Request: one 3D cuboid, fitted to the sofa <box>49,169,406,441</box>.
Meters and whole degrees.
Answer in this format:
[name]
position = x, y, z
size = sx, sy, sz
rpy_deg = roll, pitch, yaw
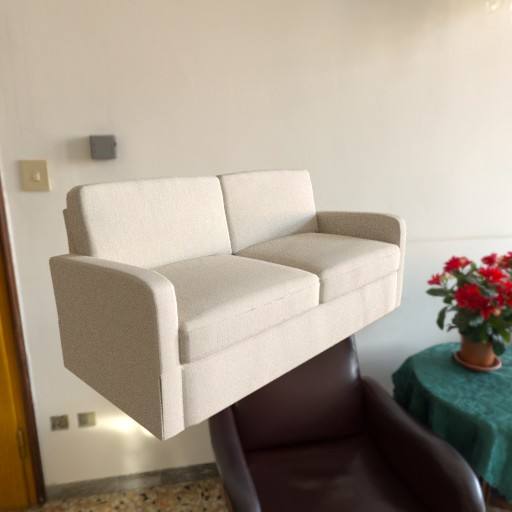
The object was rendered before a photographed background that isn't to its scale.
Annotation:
[sofa]
position = 0.000, 0.000, 2.321
size = 0.894, 0.831, 1.808
rpy_deg = 13, 20, 41
